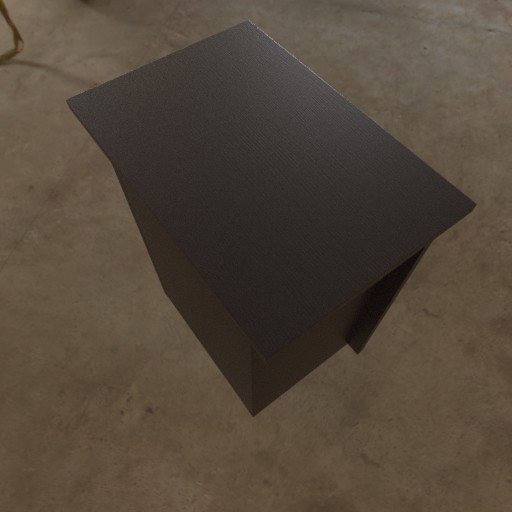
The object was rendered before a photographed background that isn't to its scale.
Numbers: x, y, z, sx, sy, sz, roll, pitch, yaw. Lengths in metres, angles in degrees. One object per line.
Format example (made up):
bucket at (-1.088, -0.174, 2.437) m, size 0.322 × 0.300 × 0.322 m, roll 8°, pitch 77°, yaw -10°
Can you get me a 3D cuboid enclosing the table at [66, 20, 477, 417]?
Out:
table at (0.000, 0.000, 1.039) m, size 0.408 × 0.711 × 0.589 m, roll -33°, pitch 65°, yaw -18°
